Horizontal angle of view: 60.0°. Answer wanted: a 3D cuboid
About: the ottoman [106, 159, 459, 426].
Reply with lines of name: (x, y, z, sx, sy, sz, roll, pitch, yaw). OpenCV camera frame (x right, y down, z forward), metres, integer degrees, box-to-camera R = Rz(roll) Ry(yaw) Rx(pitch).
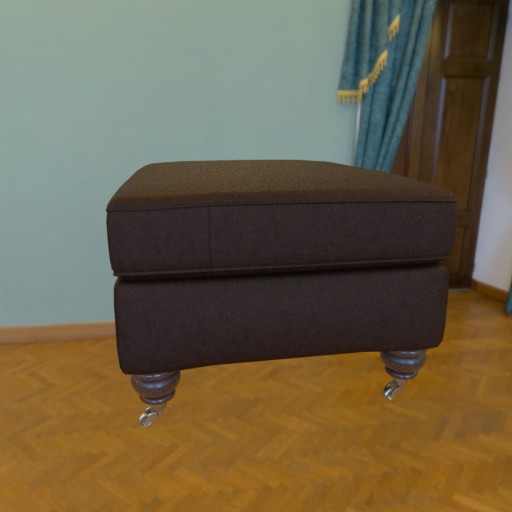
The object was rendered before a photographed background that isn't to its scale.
ottoman: (0.000, 0.000, 1.779, 0.967, 0.730, 1.187, -3, 16, -10)
